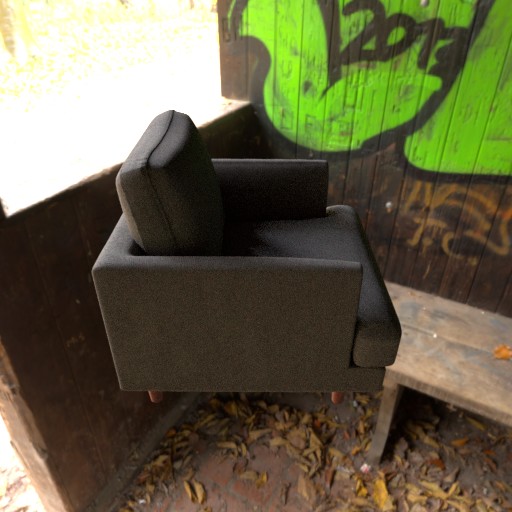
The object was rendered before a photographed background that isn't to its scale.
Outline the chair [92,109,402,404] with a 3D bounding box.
[{"bbox_3d":[0.000,0.000,1.659,0.899,0.957,0.858,0,33,0],"label":"chair"}]
